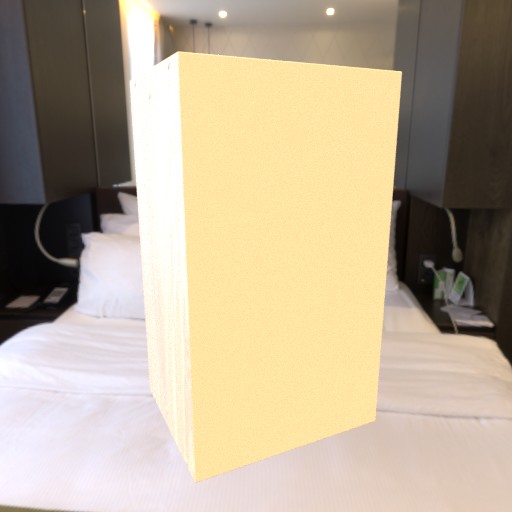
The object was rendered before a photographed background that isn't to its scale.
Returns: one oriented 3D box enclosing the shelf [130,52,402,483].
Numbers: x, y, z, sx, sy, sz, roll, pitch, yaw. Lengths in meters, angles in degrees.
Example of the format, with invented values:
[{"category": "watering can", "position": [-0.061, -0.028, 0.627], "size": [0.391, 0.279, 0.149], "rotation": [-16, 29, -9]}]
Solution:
[{"category": "shelf", "position": [0.000, 0.000, 0.793], "size": [0.350, 0.600, 0.290], "rotation": [-7, 16, -25]}]
